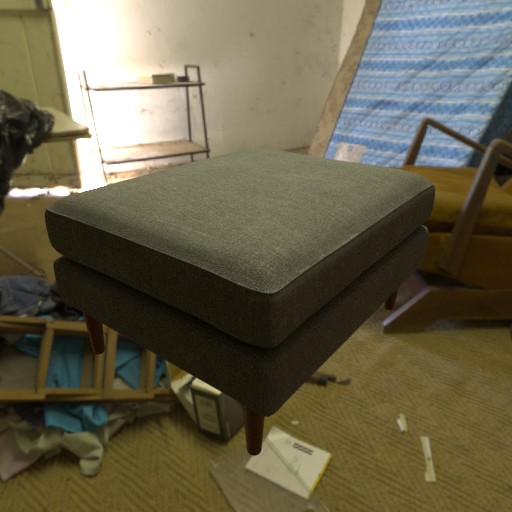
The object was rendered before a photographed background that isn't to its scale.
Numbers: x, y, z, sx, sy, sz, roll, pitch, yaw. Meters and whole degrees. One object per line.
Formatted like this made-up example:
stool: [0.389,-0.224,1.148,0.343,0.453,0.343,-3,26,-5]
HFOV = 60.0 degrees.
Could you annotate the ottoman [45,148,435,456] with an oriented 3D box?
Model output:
ottoman: [0.000,0.000,1.234,0.693,0.474,0.821,18,31,34]
